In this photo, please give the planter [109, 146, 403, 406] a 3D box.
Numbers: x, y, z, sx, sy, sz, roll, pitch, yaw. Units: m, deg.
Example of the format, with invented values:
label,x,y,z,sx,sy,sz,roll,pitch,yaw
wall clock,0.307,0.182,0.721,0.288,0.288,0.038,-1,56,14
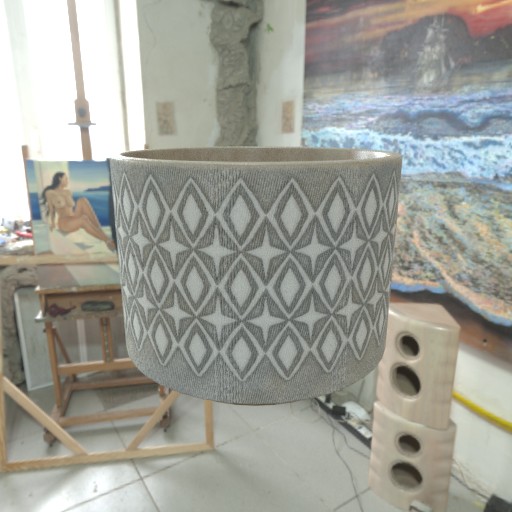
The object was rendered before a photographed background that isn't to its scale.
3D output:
label,x,y,z,sx,sy,sz,roll,pitch,yaw
planter,0.000,0.000,0.278,0.164,0.127,0.164,0,16,0
